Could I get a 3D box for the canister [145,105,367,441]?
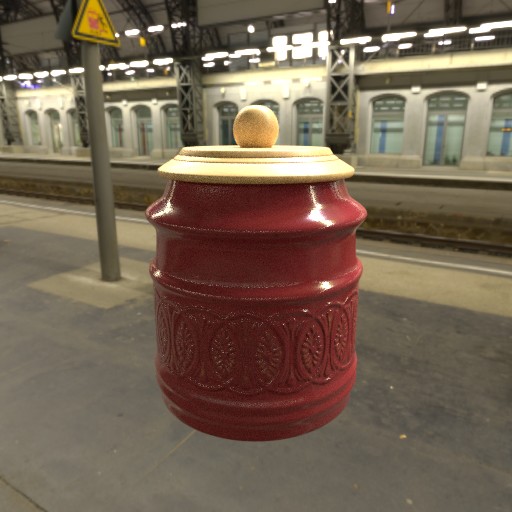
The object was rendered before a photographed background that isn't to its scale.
[{"bbox_3d":[0.000,0.000,0.274,0.130,0.176,0.130,0,15,0],"label":"canister"}]
